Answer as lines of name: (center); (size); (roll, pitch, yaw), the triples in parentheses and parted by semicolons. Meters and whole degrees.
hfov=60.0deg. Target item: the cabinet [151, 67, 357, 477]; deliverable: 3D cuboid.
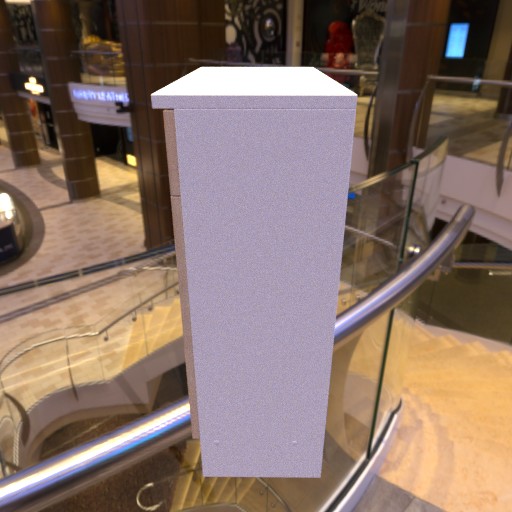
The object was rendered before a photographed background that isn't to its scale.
cabinet: (0.000, 0.000, 1.084); (0.296, 0.815, 0.600); (0, 27, 1)
